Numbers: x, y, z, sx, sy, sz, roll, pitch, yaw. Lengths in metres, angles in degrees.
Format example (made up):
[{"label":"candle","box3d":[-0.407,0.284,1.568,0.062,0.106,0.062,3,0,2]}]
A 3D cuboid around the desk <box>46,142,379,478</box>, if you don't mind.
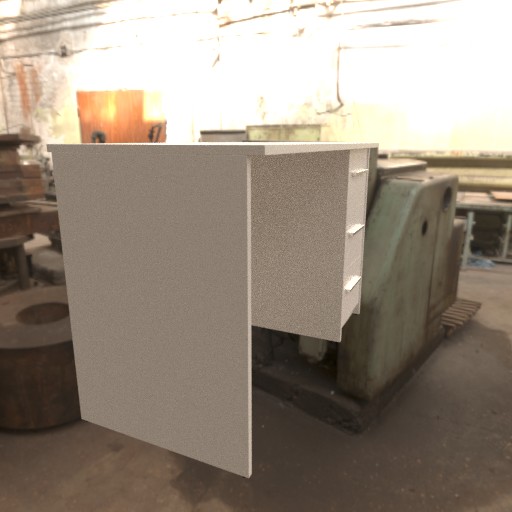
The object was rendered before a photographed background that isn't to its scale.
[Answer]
[{"label":"desk","box3d":[0.000,0.000,1.488,0.560,0.735,1.097,7,16,25]}]
